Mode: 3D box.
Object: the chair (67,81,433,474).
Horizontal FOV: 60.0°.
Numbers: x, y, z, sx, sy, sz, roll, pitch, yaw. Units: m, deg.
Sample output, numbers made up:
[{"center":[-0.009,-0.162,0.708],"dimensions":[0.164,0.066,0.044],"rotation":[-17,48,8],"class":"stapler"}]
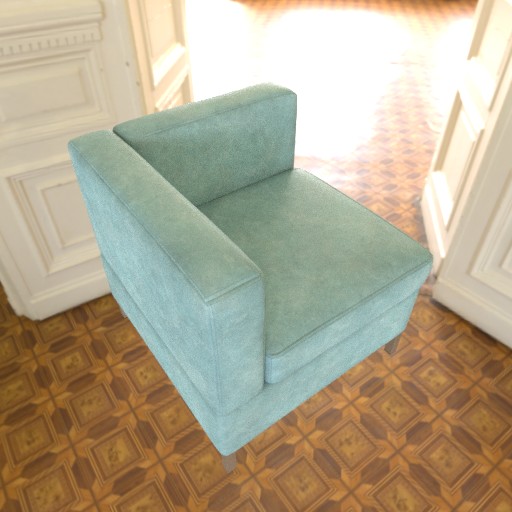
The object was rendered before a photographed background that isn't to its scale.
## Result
[{"center":[0.000,0.000,1.229],"dimensions":[0.684,0.660,0.691],"rotation":[-26,48,-26],"class":"chair"}]
